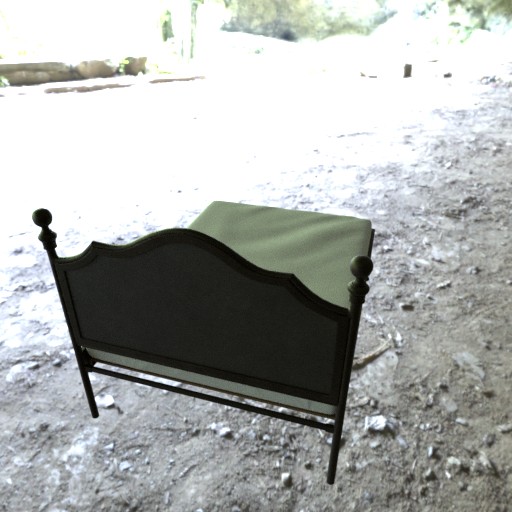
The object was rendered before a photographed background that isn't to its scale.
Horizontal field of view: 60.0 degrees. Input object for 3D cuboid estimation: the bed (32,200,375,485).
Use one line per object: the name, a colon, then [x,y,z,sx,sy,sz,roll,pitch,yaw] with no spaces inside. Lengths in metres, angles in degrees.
bed: [0.000,0.000,3.220,1.642,1.499,2.224,9,32,15]
